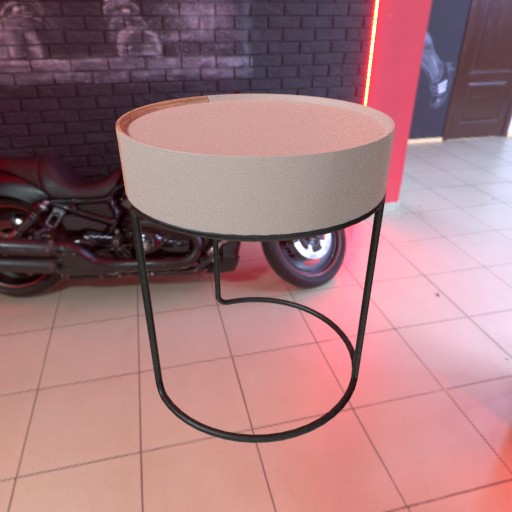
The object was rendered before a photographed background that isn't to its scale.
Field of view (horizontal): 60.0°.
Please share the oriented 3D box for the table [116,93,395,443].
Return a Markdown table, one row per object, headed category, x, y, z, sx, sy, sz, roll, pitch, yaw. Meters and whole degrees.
| category | x | y | z | sx | sy | sz | roll | pitch | yaw |
| --- | --- | --- | --- | --- | --- | --- | --- | --- | --- |
| table | 0.000 | 0.000 | 0.865 | 0.450 | 0.530 | 0.450 | 0 | 29 | 0 |
